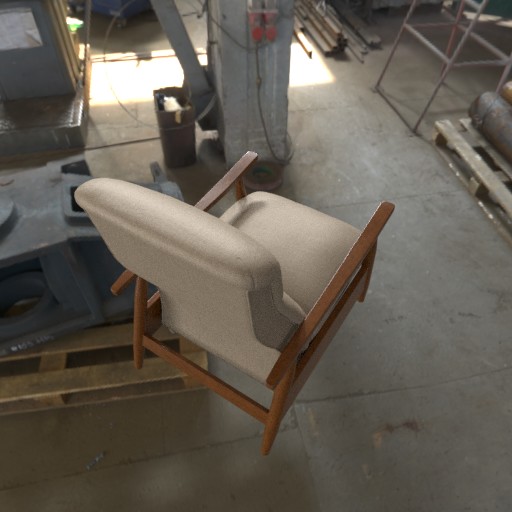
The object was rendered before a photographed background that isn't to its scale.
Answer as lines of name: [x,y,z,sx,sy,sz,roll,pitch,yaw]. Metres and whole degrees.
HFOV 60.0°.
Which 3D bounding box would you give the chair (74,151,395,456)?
chair: [0.000,0.000,1.810,0.762,1.082,1.032,25,51,22]
